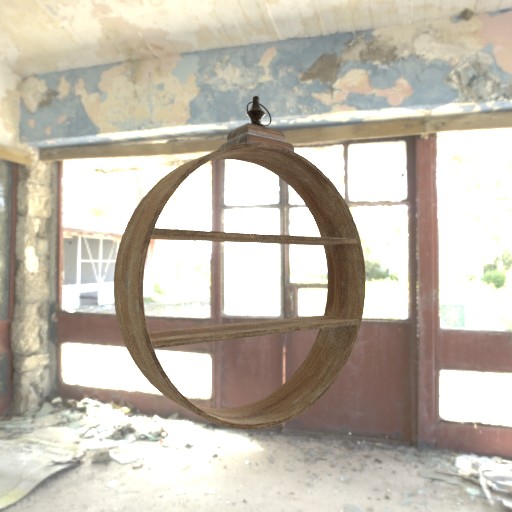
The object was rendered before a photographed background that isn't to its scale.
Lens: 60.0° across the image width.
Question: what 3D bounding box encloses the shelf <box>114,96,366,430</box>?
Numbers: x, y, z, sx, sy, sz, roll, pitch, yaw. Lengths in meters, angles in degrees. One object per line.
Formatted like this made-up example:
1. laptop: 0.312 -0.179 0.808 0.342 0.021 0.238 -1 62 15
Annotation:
1. shelf: 0.000 0.000 0.997 0.601 0.725 0.125 1 -2 -36
